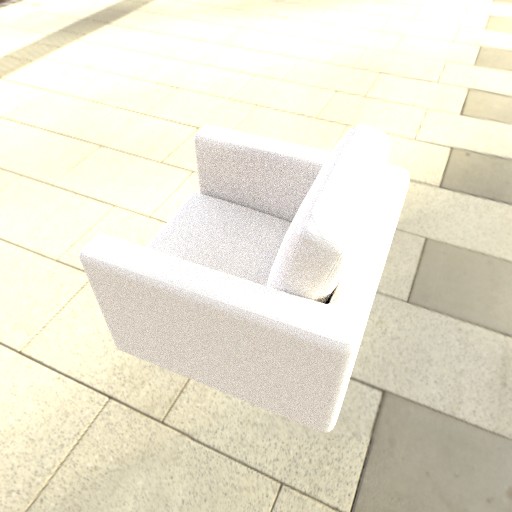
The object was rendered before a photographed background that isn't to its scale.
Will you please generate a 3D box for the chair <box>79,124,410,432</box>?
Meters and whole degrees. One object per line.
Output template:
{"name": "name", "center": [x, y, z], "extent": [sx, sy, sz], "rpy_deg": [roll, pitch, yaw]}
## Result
{"name": "chair", "center": [0.000, 0.000, 1.615], "extent": [0.879, 0.899, 0.831], "rpy_deg": [17, 48, 16]}
